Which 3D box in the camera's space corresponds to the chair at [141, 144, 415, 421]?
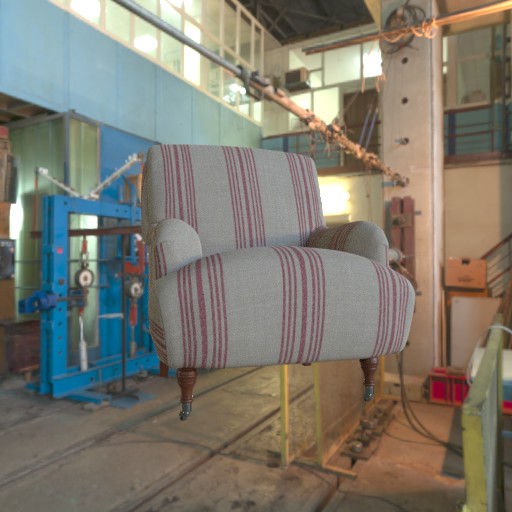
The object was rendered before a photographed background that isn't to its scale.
[{"bbox_3d":[0.000,0.000,1.892,0.933,1.123,1.058,0,-1,-17],"label":"chair"}]
